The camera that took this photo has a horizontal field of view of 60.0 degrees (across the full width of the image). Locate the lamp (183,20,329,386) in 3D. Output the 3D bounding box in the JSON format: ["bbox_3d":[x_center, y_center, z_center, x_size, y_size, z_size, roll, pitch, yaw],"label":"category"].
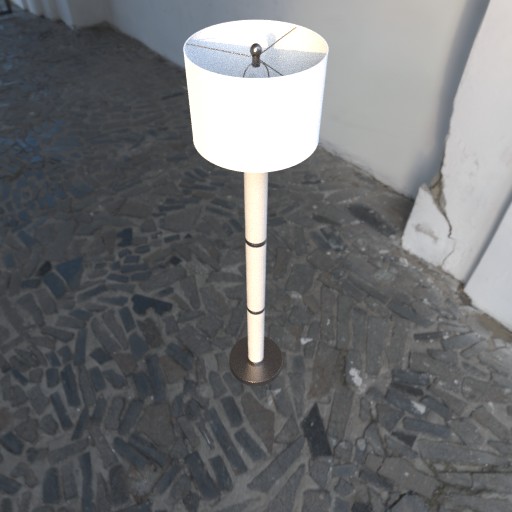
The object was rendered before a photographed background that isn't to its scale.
[{"bbox_3d":[0.000,0.000,1.726,0.377,1.599,0.377,-16,49,-15],"label":"lamp"}]
